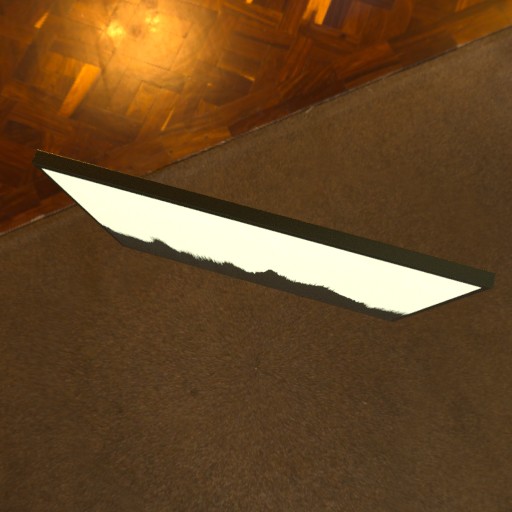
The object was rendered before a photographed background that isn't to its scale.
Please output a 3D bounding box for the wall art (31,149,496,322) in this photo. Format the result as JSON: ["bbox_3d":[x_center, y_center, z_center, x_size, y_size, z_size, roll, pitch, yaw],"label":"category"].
[{"bbox_3d":[0.000,0.000,0.826,0.659,0.446,0.022,15,76,4],"label":"wall art"}]
